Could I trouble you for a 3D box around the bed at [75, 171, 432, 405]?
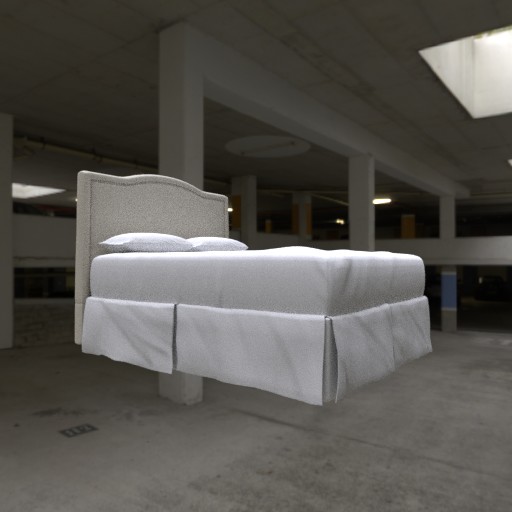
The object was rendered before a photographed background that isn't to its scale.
[{"bbox_3d":[0.000,0.000,3.365,2.196,1.449,1.741,0,-1,37],"label":"bed"}]
